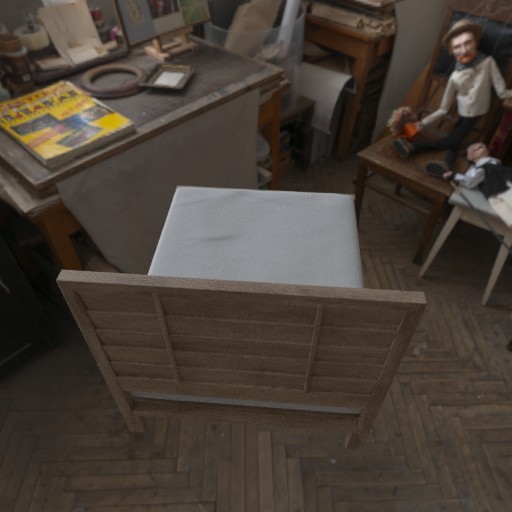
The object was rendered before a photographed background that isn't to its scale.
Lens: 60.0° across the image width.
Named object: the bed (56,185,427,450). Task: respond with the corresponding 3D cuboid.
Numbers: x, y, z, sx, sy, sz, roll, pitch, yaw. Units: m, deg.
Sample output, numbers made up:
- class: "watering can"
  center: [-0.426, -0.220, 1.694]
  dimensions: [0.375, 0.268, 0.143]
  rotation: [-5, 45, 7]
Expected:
- class: "bed"
  center: [0.000, 0.000, 3.195]
  dimensions: [1.615, 1.631, 2.017]
  rotation: [3, 46, 3]
